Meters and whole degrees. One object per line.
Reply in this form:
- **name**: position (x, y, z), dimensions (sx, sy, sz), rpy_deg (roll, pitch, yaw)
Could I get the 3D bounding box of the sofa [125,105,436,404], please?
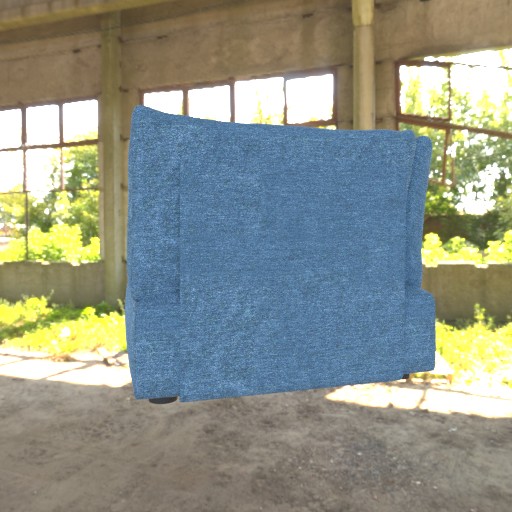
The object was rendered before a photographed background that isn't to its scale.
- **sofa**: position (0.000, 0.000, 1.760), dimensions (1.000, 0.820, 1.000), rpy_deg (0, 1, -17)
